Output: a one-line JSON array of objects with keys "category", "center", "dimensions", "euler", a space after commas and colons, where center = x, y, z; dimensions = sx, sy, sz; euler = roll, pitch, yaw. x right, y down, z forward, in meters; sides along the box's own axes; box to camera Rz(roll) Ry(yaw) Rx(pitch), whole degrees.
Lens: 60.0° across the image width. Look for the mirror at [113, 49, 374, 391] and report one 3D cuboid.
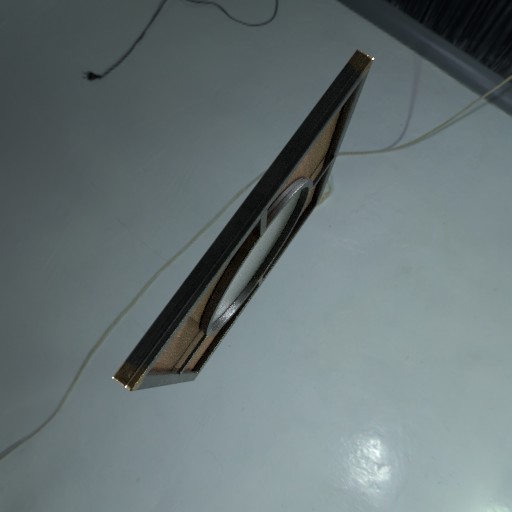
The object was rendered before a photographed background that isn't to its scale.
[{"category": "mirror", "center": [0.000, 0.000, 0.581], "dimensions": [0.020, 0.381, 0.382], "euler": [34, 78, 8]}]
